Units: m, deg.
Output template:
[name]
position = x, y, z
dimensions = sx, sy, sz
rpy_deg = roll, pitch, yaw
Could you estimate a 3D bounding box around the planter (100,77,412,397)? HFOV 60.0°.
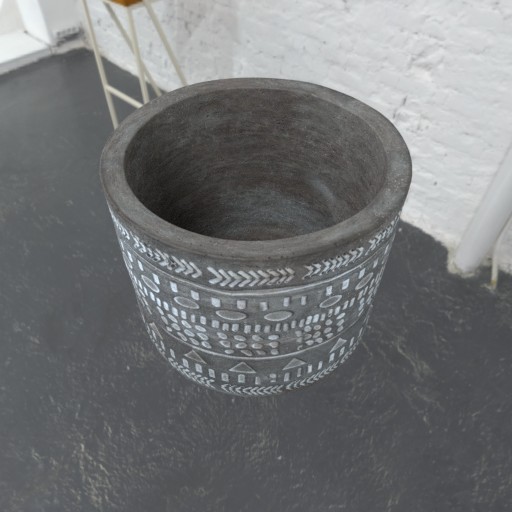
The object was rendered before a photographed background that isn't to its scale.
[planter]
position = 0.000, 0.000, 0.258
dimensions = 0.142, 0.149, 0.142
rpy_deg = 0, 47, 0
